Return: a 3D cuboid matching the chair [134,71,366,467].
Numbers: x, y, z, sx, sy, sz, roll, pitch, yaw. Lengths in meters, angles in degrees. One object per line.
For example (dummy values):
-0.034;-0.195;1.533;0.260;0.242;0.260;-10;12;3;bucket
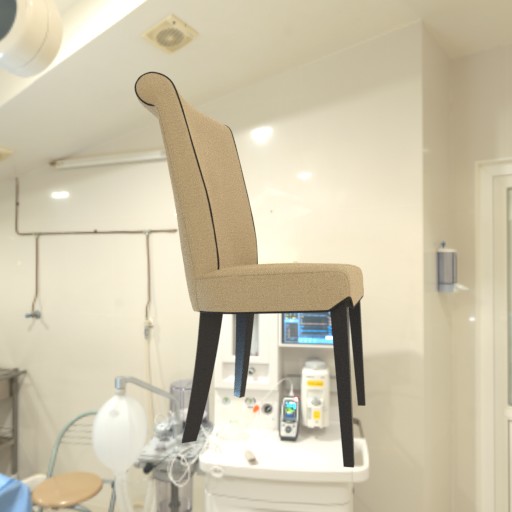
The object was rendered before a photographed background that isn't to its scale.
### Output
0.000;0.000;1.357;0.623;0.997;0.522;0;-1;17;chair
